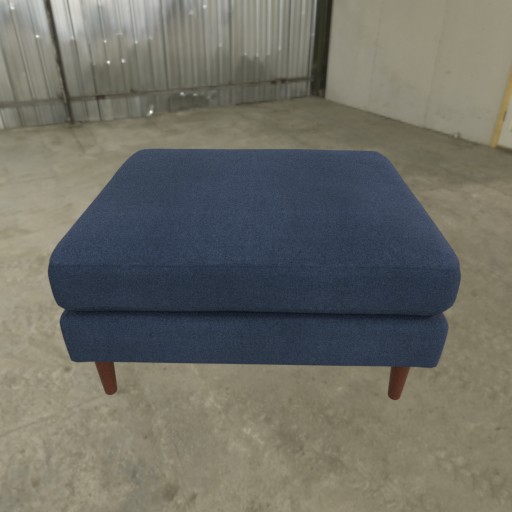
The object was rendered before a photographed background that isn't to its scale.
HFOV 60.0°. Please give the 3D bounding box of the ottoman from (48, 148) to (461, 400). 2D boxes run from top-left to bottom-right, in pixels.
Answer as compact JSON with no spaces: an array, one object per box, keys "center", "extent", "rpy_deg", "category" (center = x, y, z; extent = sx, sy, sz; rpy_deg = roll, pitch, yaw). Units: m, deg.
[{"center":[0.000,0.000,1.222],"extent":[0.821,0.474,0.693],"rpy_deg":[1,31,1],"category":"ottoman"}]
